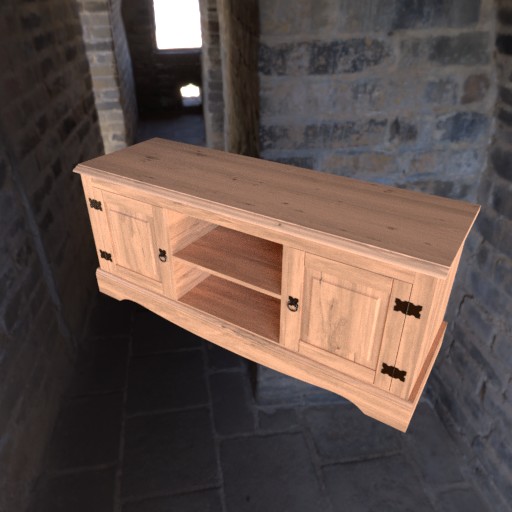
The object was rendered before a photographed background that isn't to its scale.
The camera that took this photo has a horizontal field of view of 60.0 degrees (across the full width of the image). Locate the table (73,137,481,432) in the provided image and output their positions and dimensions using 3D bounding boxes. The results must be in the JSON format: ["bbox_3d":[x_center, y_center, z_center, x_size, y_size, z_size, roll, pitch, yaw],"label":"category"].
[{"bbox_3d":[0.000,0.000,1.472,1.200,0.510,0.400,18,35,28],"label":"table"}]
